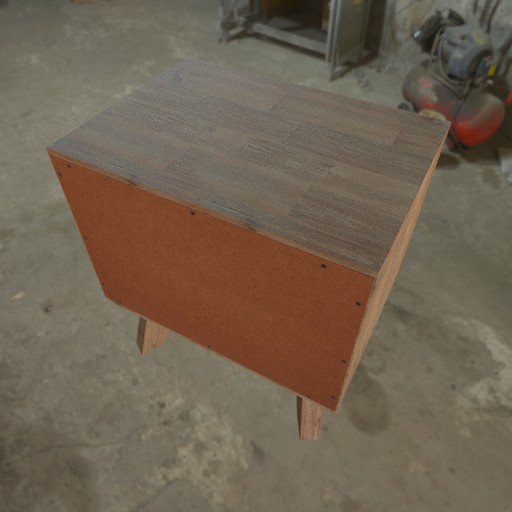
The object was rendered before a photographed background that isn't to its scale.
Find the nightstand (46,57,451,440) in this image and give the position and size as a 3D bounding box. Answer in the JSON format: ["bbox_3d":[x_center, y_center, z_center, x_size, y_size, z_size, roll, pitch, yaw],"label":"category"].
[{"bbox_3d":[0.000,0.000,0.951,0.552,0.589,0.396,22,50,19],"label":"nightstand"}]
